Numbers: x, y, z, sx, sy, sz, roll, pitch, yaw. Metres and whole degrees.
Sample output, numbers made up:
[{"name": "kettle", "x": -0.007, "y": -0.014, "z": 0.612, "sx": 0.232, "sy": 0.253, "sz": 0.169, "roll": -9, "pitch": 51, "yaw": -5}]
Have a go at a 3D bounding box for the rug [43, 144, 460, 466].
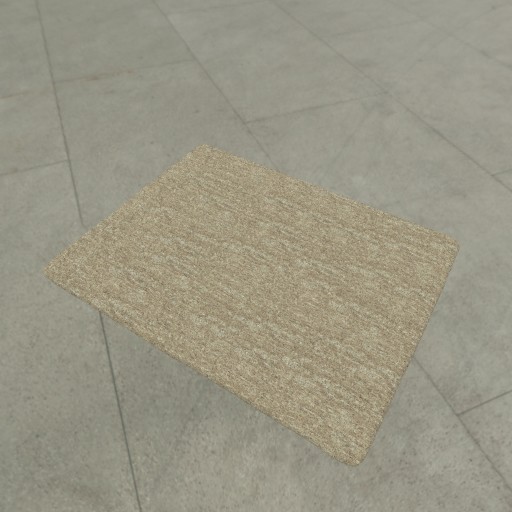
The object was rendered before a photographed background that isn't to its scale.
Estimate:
[{"name": "rug", "x": 0.000, "y": 0.000, "z": 3.734, "sx": 2.873, "sy": 0.050, "sz": 2.242, "roll": 25, "pitch": 52, "yaw": 21}]
